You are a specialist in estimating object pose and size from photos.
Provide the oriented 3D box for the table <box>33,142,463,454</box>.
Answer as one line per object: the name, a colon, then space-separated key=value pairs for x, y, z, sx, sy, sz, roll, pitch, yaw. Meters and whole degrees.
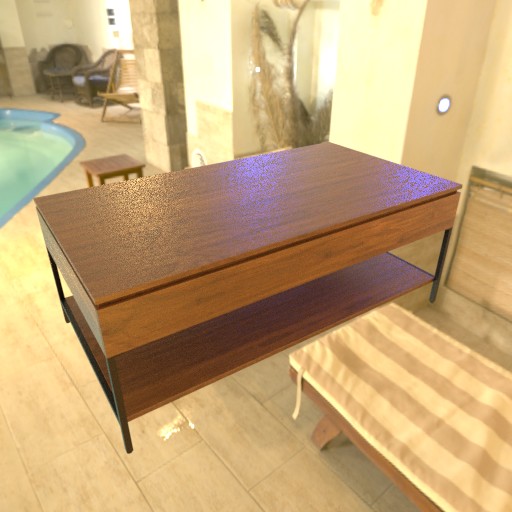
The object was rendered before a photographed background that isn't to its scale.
table: x=0.000 y=0.000 z=1.337 sx=1.057 sy=0.414 sz=0.574 roll=-18 pitch=34 yaw=-29
